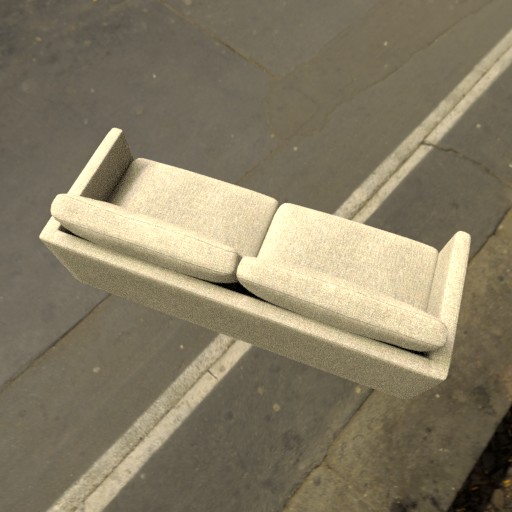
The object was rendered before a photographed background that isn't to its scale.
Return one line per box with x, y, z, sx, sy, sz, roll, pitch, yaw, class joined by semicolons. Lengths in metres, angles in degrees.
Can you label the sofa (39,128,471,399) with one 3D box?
0.000;0.000;2.859;2.434;0.951;0.948;18;65;9;sofa
